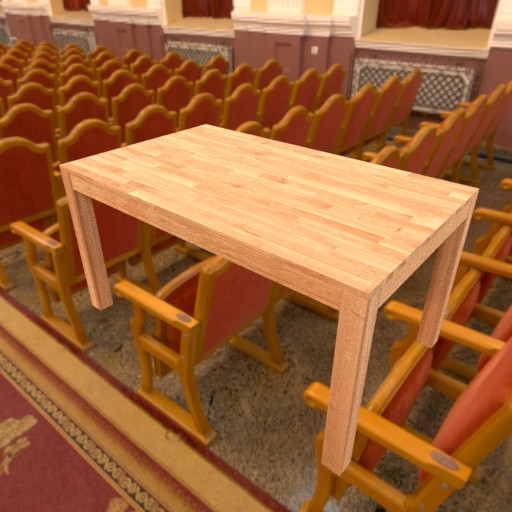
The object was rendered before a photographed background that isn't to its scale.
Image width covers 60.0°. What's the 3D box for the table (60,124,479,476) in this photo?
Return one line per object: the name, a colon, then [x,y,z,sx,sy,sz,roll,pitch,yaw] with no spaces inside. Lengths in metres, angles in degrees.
table: [0.000,0.000,2.028,1.500,0.770,0.900,23,38,33]
